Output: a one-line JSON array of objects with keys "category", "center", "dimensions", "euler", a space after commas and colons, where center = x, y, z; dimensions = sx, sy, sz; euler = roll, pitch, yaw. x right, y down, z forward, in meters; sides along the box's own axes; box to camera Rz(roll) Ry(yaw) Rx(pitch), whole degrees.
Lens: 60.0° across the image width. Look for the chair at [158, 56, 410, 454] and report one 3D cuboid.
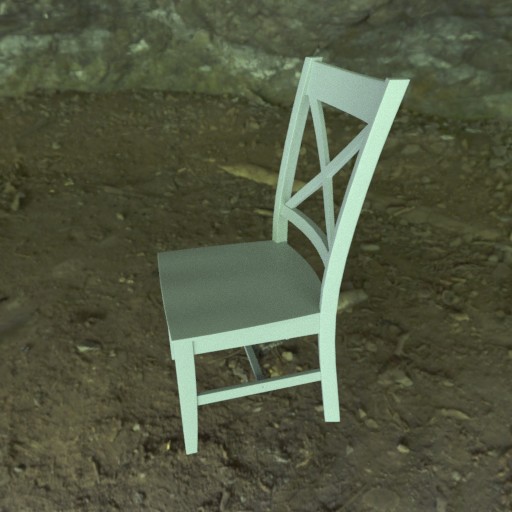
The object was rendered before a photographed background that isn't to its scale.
[{"category": "chair", "center": [0.000, 0.000, 1.255], "dimensions": [0.542, 0.983, 0.485], "euler": [-8, 30, -13]}]
